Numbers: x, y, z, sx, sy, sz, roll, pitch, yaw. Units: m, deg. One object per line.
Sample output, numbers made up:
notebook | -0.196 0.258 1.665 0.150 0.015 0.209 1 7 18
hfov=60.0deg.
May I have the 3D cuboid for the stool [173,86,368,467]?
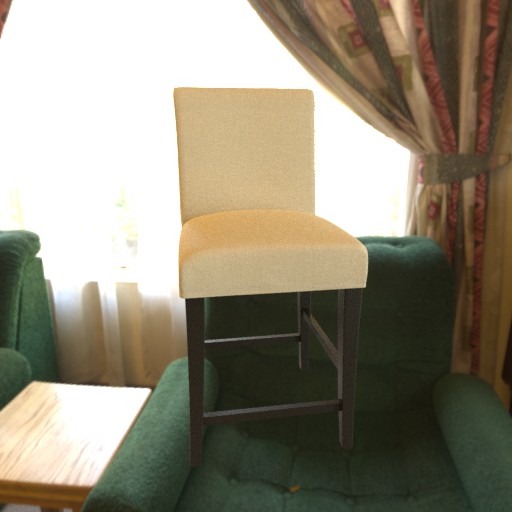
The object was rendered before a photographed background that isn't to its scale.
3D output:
stool | 0.000 0.000 1.314 0.452 0.976 0.597 -3 16 -9
